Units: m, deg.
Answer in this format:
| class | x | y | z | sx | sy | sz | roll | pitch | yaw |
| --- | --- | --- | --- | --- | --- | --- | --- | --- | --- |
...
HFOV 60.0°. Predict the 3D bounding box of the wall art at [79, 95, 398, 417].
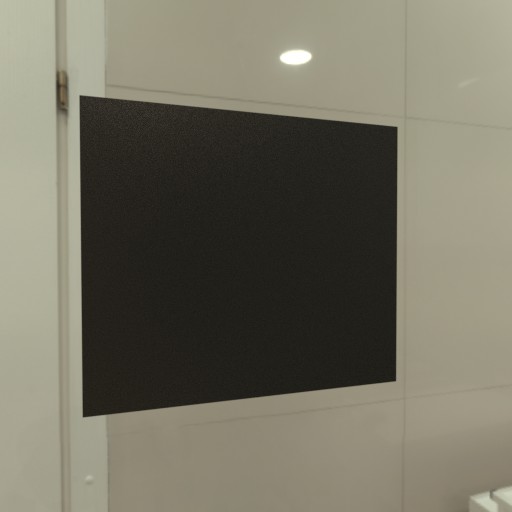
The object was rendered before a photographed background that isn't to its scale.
| class | x | y | z | sx | sy | sz | roll | pitch | yaw |
| --- | --- | --- | --- | --- | --- | --- | --- | --- | --- |
| wall art | 0.000 | 0.000 | 0.521 | 0.383 | 0.332 | 0.012 | 0 | 1 | -18 |
